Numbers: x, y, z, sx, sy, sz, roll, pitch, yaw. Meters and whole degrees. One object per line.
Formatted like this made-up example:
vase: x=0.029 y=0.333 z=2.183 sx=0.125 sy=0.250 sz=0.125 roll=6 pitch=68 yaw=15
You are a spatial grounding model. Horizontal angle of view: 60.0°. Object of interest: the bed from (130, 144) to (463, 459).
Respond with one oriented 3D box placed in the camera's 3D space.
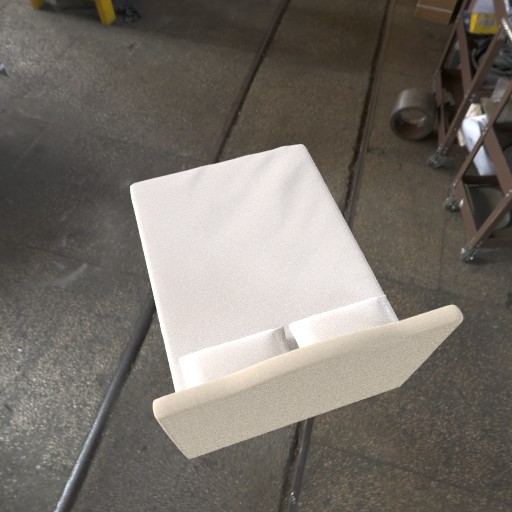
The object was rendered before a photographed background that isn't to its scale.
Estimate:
bed: x=0.000 y=0.000 z=3.308 sx=1.741 sy=1.449 sz=2.196 roll=-15 pitch=59 yaw=-9
